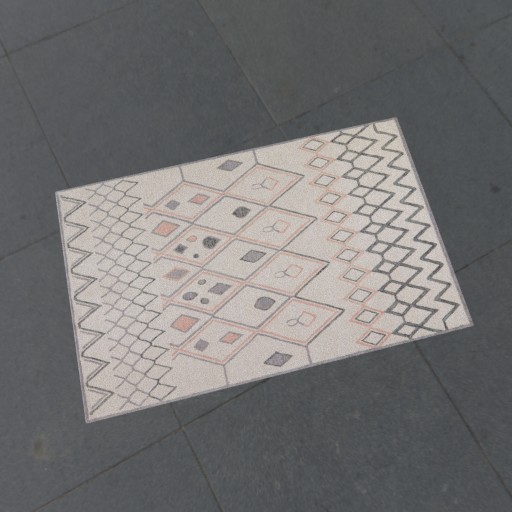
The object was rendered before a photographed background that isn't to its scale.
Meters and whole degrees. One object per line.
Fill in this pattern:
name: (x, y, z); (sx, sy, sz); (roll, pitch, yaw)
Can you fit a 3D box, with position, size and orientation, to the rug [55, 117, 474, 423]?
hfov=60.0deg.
rug: (0.000, 0.000, 2.895); (2.438, 0.015, 1.524); (-13, 75, -4)
